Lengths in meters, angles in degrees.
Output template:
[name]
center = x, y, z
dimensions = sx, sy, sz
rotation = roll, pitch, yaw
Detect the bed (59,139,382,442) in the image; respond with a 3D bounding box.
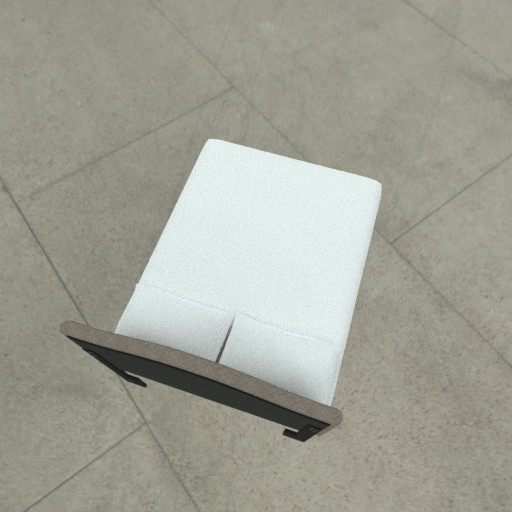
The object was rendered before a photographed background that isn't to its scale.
[bed]
center = 0.000, 0.000, 3.336
dimensions = 1.713, 1.518, 2.153
rotation = 16, 65, 8
